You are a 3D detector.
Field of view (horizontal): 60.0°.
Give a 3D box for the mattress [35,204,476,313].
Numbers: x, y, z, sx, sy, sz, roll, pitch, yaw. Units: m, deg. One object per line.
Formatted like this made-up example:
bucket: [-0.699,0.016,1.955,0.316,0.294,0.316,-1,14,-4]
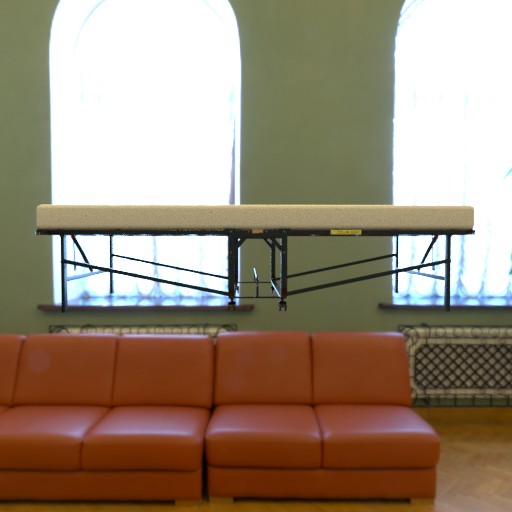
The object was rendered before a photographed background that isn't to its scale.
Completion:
mattress: [0.000,0.000,2.541,2.153,0.519,0.922,0,2,-1]
